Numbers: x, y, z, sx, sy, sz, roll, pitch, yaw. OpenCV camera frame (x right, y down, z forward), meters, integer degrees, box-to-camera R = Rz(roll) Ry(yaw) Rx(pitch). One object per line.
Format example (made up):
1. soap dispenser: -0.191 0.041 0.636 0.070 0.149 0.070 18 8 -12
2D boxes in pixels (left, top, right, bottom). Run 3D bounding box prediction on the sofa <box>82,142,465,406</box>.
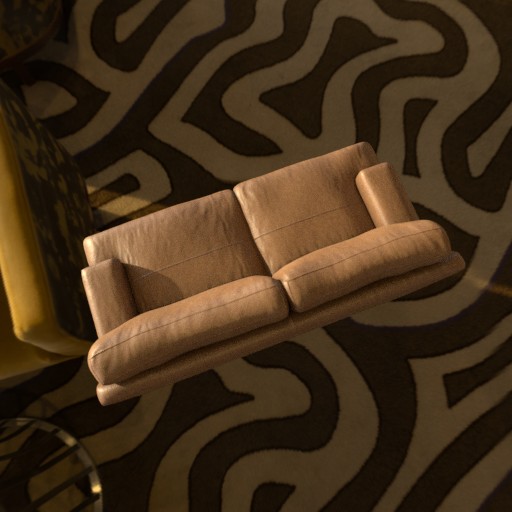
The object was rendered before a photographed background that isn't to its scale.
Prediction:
1. sofa: 0.000 0.000 2.458 1.855 0.980 0.962 -20 77 -5
